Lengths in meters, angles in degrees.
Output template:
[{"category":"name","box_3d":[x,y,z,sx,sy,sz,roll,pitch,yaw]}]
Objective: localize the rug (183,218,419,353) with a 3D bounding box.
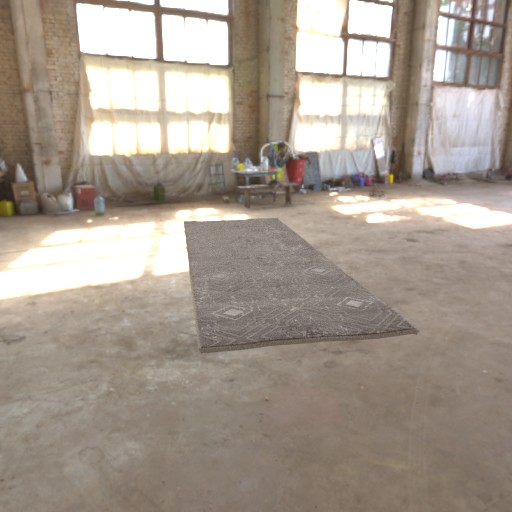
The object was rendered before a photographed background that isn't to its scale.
[{"category":"rug","box_3d":[0.000,0.000,2.729,0.832,0.035,2.381,-3,16,-10]}]
